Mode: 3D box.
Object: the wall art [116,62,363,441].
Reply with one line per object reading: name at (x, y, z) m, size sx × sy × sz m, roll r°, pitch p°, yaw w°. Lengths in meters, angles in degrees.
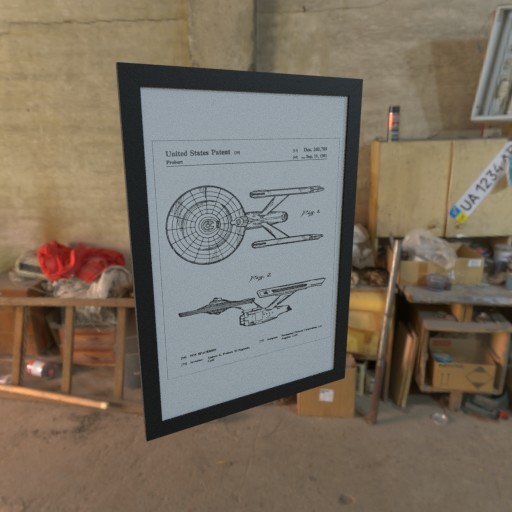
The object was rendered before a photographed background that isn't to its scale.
wall art at (0.000, 0.000, 0.687) m, size 0.379 × 0.530 × 0.008 m, roll -8°, pitch 18°, yaw -27°
